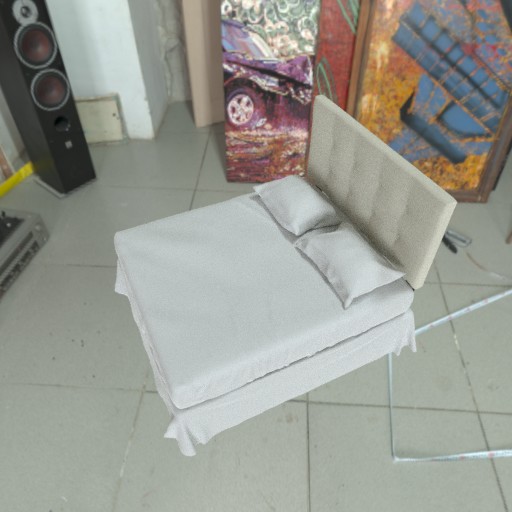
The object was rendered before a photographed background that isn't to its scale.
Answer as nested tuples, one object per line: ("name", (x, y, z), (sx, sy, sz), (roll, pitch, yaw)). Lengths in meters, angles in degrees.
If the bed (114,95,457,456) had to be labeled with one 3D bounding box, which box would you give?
("bed", (0.000, 0.000, 3.538), (2.222, 1.577, 1.936), (-19, 49, -18))
